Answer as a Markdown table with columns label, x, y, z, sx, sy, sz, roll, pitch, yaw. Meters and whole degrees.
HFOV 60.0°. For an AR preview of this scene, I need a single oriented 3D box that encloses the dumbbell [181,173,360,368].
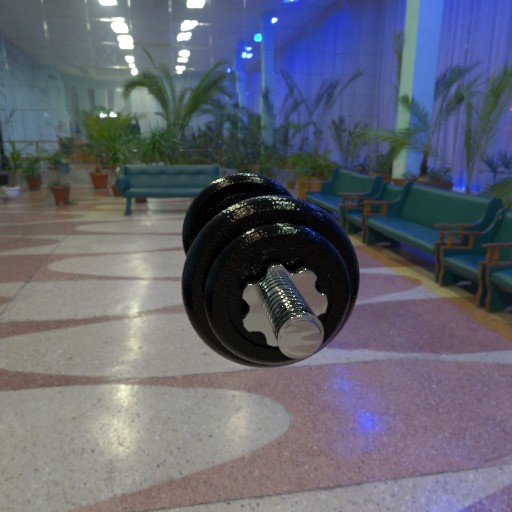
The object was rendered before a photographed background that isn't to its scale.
| label | x | y | z | sx | sy | sz | roll | pitch | yaw |
| --- | --- | --- | --- | --- | --- | --- | --- | --- | --- |
| dumbbell | 0.000 | 0.000 | 0.610 | 0.202 | 0.202 | 0.497 | -3 | 17 | -9 |
